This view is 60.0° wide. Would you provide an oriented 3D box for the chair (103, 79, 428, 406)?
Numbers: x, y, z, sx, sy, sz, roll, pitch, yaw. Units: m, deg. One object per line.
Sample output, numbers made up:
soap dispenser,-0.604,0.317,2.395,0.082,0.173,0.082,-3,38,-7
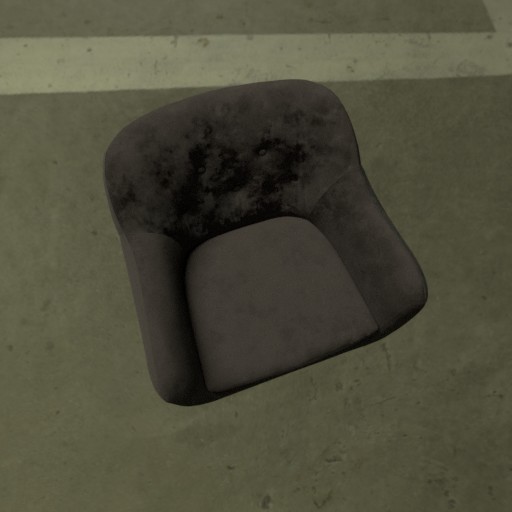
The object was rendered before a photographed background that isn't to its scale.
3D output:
chair,0.000,0.000,1.547,0.840,0.807,0.819,-18,65,-8
